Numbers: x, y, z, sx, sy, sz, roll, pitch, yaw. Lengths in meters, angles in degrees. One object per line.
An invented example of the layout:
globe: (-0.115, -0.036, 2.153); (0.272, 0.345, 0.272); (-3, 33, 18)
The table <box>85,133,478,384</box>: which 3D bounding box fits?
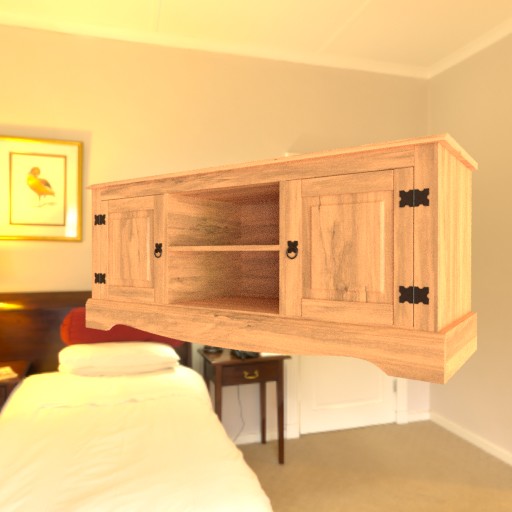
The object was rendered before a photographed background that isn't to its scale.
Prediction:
table: (0.000, 0.000, 1.395); (1.200, 0.510, 0.400); (0, 0, 35)
